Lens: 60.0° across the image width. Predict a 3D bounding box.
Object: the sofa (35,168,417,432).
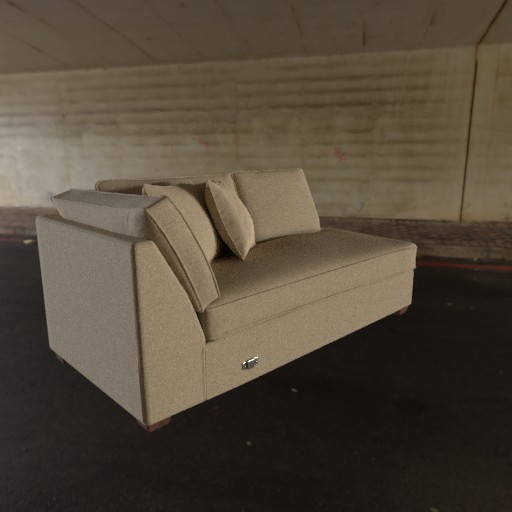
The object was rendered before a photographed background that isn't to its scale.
[{"bbox_3d":[0.000,0.000,2.796,2.237,1.033,1.110,-12,18,-42],"label":"sofa"}]
